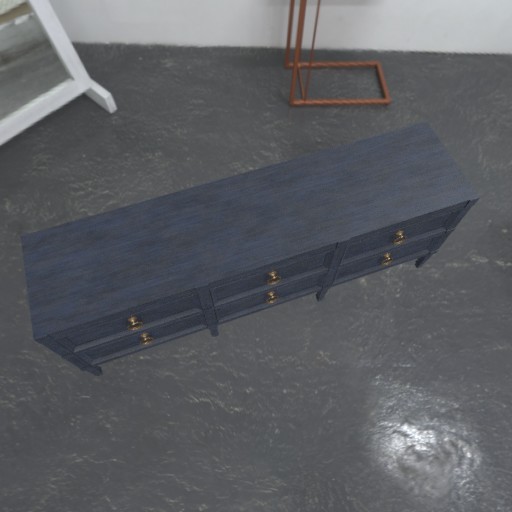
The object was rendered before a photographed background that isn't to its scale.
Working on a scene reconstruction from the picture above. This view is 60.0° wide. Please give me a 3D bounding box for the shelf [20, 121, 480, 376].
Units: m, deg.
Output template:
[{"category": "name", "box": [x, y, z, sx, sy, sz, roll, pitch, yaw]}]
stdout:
[{"category": "shelf", "box": [0.000, 0.000, 2.173, 1.878, 0.715, 0.471, -17, 64, -9]}]
